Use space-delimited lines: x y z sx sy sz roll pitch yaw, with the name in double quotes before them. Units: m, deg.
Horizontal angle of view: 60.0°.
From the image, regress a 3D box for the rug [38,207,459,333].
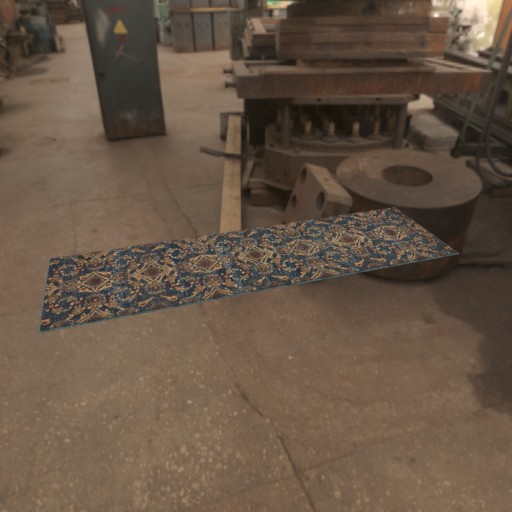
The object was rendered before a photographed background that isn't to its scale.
"rug" 0.000 0.000 2.585 2.292 0.014 0.685 -9 32 -15
